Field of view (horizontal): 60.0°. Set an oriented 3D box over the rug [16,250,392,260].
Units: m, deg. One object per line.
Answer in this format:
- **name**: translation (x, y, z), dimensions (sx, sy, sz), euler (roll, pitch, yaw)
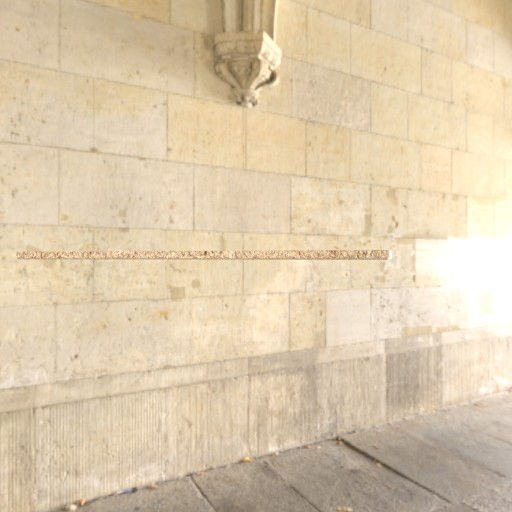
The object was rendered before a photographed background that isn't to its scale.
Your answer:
- **rug**: translation (0.000, 0.000, 2.061), dimensions (1.199, 0.025, 1.600), euler (0, 0, 17)
